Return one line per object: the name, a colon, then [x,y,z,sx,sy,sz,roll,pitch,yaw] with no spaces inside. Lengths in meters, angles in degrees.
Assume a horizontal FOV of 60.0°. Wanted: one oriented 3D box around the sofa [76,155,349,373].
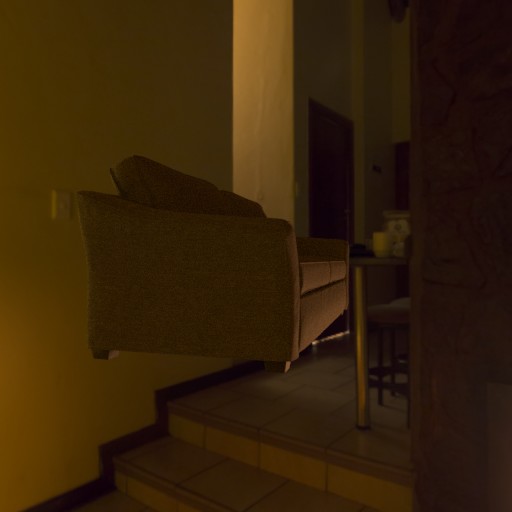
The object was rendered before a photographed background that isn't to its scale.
sofa: [0.000,0.000,2.846,0.971,0.950,2.270,0,0,18]
